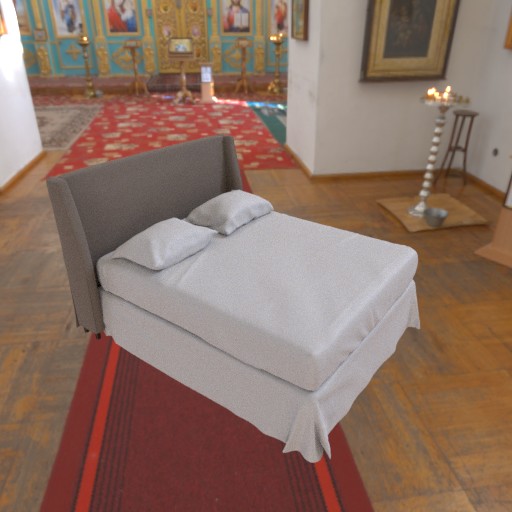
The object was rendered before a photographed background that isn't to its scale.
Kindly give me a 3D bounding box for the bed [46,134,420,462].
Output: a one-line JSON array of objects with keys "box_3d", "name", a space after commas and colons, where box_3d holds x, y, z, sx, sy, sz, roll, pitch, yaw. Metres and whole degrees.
[{"box_3d": [0.000, 0.000, 3.448, 2.276, 1.332, 1.925, 19, 32, 32], "name": "bed"}]
